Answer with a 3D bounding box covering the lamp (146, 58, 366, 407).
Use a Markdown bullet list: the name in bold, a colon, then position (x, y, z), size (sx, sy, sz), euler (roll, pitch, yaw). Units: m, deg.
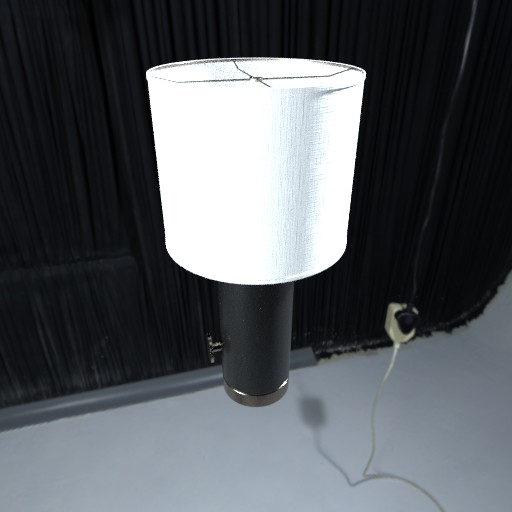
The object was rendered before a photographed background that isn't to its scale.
- **lamp**: position (0.000, 0.000, 0.617), size (0.240, 0.482, 0.241), euler (-8, 31, -13)
